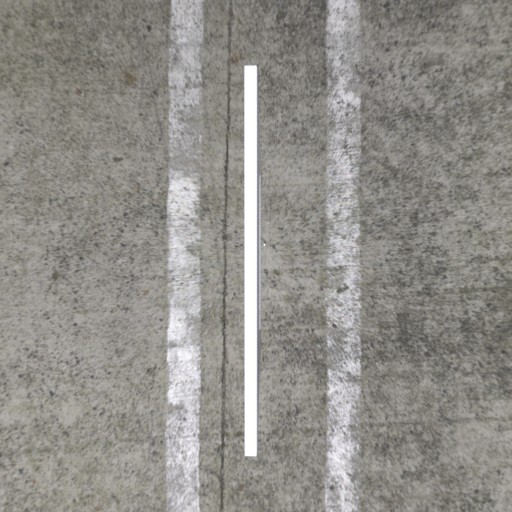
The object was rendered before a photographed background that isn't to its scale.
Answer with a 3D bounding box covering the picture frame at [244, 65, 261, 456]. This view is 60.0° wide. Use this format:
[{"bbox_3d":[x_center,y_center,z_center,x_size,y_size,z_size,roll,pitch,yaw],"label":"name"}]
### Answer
[{"bbox_3d":[0.000,0.000,0.696,0.012,0.534,0.381,0,91,1],"label":"picture frame"}]
